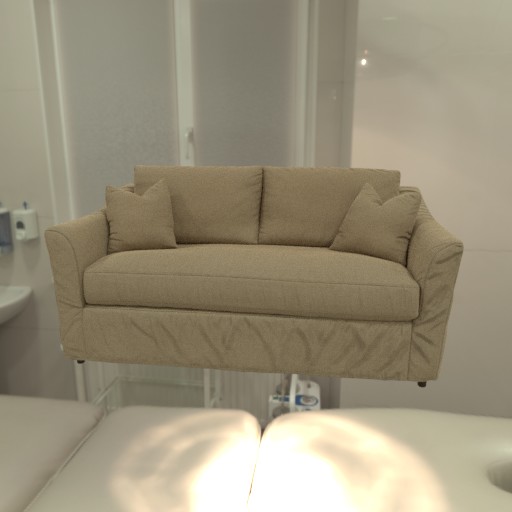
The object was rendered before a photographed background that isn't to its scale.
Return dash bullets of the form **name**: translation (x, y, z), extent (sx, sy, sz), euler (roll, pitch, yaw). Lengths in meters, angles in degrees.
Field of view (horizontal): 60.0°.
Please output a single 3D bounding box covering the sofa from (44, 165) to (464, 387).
- **sofa**: translation (0.000, 0.000, 2.599), extent (2.010, 1.018, 1.072), euler (2, 14, 8)
